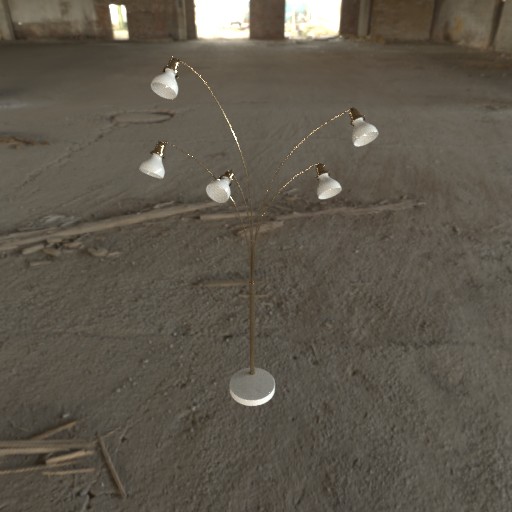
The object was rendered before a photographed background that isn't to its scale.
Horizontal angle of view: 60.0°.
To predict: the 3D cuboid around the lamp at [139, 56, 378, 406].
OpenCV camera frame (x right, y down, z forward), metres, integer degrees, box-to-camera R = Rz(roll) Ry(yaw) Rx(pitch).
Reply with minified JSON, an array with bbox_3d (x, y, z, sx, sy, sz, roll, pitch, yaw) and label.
[{"bbox_3d":[0.000,0.000,2.965,1.405,2.423,0.361,1,29,2],"label":"lamp"}]
